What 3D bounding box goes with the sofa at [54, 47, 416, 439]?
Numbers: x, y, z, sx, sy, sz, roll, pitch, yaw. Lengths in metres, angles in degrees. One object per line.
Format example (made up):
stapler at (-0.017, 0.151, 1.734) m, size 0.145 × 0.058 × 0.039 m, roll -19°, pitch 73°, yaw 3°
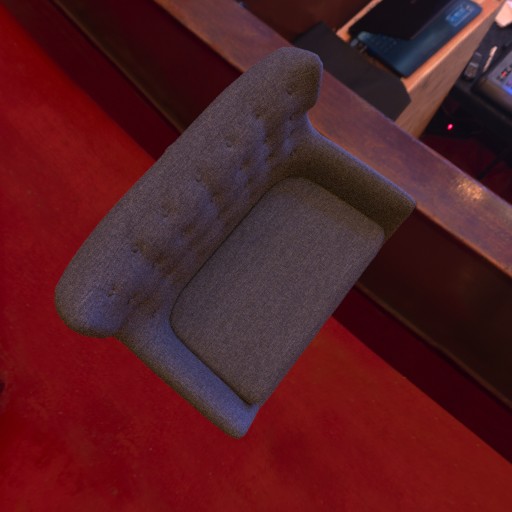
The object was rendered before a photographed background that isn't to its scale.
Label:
sofa at (0.000, 0.000, 2.006) m, size 0.874 × 1.028 × 1.358 m, roll 37°, pitch 78°, yaw 10°
